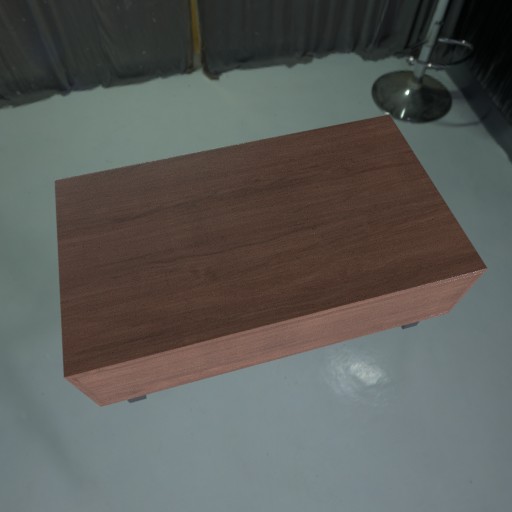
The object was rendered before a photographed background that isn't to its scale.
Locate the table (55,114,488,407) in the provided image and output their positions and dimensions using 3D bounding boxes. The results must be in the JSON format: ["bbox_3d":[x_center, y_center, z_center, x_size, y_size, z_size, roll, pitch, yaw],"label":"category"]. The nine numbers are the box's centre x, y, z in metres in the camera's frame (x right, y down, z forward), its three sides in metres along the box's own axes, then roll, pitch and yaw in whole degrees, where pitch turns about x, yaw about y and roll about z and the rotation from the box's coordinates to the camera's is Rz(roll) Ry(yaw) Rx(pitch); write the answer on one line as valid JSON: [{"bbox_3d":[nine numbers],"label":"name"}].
[{"bbox_3d":[0.000,0.000,1.335,1.020,0.380,0.600,-13,59,-8],"label":"table"}]
